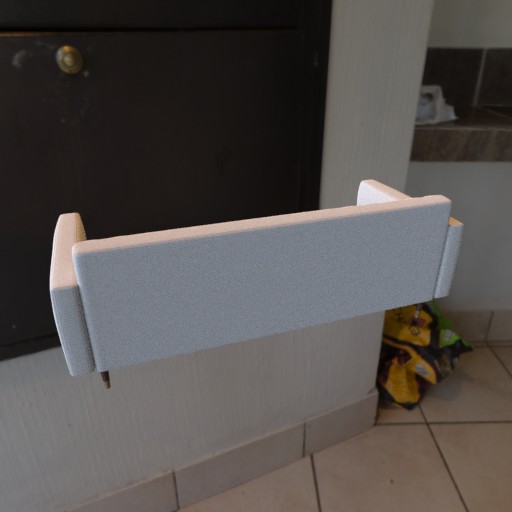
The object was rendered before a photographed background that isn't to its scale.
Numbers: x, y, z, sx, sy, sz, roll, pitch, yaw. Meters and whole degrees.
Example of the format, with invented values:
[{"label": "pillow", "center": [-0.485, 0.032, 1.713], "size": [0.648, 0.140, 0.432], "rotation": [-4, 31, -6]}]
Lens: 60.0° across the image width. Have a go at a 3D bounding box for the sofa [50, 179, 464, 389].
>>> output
[{"label": "sofa", "center": [0.000, 0.000, 2.745], "size": [2.291, 0.821, 0.990], "rotation": [-9, 28, -17]}]
